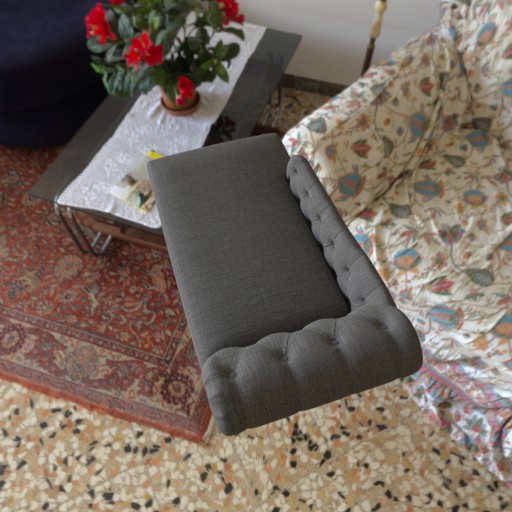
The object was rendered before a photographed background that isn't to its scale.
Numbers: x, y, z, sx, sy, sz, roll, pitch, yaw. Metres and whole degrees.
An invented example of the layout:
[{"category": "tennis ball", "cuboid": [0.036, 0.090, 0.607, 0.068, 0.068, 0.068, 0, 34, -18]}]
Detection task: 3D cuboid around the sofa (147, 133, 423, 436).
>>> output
[{"category": "sofa", "cuboid": [0.000, 0.000, 1.805, 0.675, 0.787, 1.379, -15, 59, -10]}]
